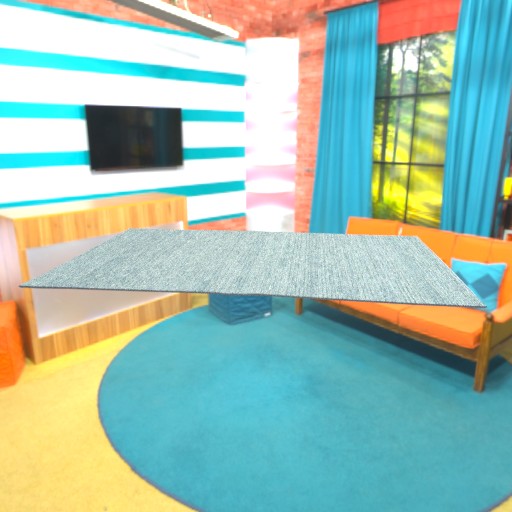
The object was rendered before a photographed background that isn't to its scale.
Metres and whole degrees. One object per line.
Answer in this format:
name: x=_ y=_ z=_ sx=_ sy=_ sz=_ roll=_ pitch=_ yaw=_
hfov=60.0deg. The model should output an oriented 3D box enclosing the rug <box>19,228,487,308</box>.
rug: x=0.000 y=0.000 z=2.280 sx=1.853 sy=0.022 sz=1.174 roll=2 pitch=15 yaw=7
